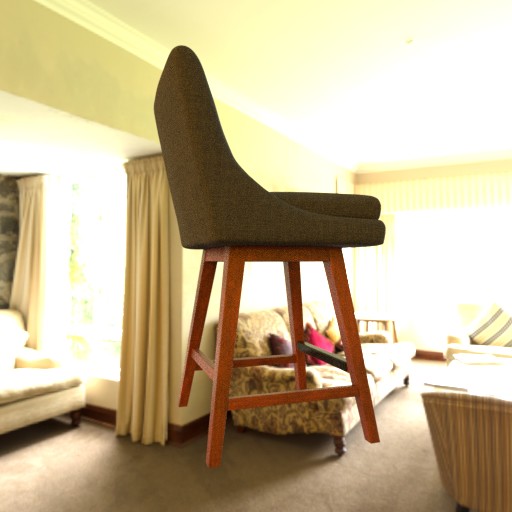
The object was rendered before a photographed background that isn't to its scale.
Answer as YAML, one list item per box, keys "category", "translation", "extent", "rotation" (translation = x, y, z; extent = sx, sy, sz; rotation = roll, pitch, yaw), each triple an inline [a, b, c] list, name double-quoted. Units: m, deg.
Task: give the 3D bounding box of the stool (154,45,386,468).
- category: "stool"
  translation: [0.000, 0.000, 1.192]
  extent: [0.524, 0.895, 0.467]
  rotation: [0, -1, -18]
